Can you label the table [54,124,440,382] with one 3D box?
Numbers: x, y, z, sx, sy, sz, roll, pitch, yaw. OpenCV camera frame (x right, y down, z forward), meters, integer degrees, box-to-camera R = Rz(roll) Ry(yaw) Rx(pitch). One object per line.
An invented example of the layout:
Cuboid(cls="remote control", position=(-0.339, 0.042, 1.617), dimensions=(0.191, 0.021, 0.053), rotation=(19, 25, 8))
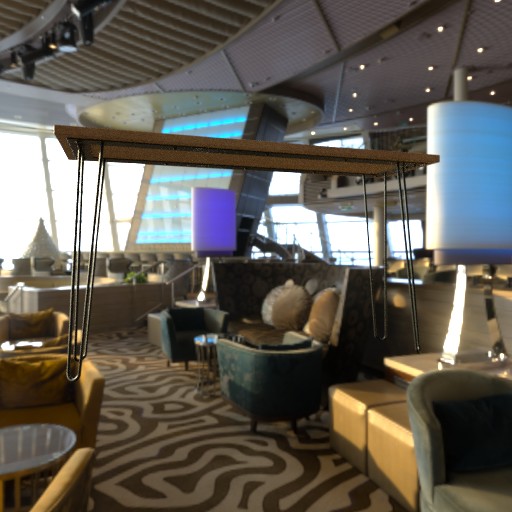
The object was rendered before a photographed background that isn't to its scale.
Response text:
Cuboid(cls="table", position=(0.000, 0.000, 1.736), dimensions=(1.400, 0.799, 0.399), rotation=(0, 1, -17))
